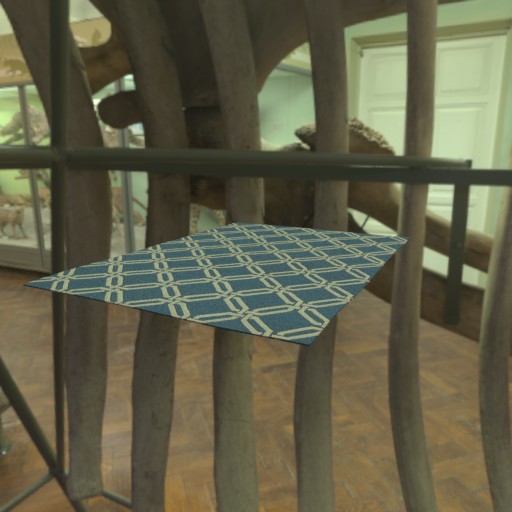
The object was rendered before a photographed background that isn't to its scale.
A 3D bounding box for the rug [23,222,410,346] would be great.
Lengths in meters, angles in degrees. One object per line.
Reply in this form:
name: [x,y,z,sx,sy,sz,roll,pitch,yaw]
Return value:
rug: [0.000,0.000,2.765,1.524,0.013,2.135,7,15,27]
